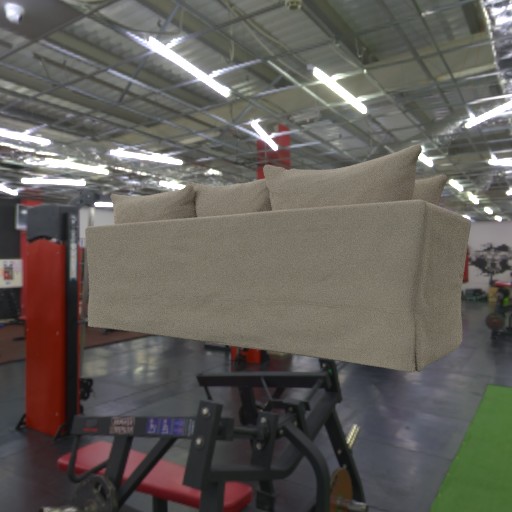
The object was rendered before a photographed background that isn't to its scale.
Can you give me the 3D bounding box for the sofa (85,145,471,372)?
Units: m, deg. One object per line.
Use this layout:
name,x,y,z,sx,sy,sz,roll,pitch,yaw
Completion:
sofa,0.000,0.000,3.003,2.499,1.047,1.046,-1,-1,36
